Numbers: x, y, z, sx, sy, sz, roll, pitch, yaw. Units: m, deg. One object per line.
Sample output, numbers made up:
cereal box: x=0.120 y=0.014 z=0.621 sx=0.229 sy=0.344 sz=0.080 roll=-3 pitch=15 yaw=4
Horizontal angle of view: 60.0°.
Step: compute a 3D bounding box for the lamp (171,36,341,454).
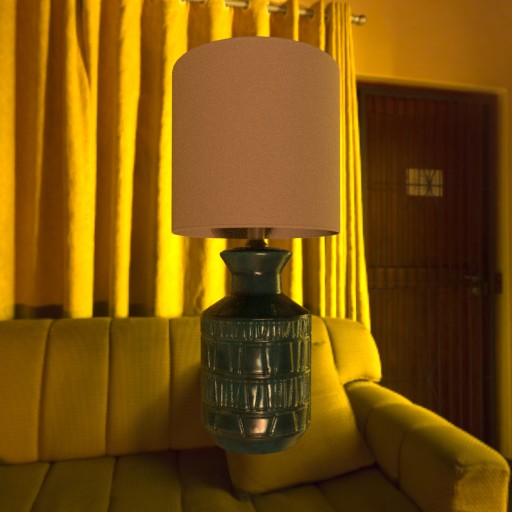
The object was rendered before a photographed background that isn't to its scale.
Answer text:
lamp: x=0.000 y=0.000 z=0.562 sx=0.211 sy=0.455 sz=0.211 roll=1 pitch=-1 yaw=-34
